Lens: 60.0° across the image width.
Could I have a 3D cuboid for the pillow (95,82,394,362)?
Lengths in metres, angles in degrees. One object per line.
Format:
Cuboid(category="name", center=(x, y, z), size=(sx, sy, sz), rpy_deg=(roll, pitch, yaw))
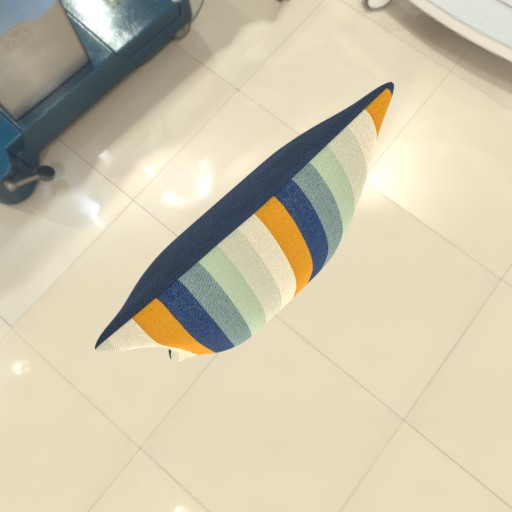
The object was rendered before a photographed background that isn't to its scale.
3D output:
Cuboid(category="pillow", center=(0.000, 0.000, 0.718), size=(0.463, 0.454, 0.173), rpy_deg=(-43, 79, -10))
